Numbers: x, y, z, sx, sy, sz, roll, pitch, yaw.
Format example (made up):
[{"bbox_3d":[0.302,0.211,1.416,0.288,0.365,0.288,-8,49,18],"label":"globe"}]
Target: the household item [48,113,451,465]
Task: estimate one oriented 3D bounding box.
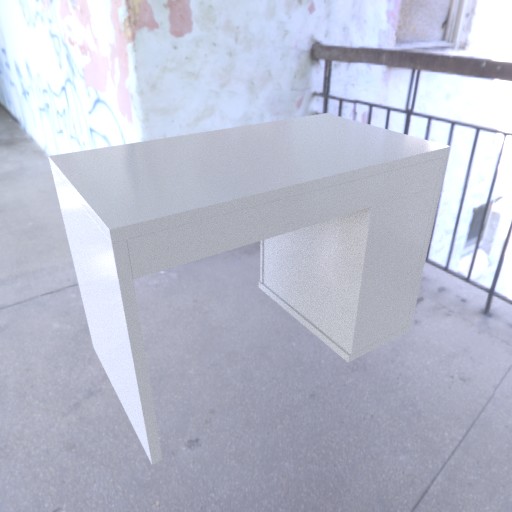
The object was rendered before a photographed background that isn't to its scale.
[{"bbox_3d":[0.000,0.000,1.560,1.100,0.749,0.597,-18,34,-28],"label":"household item"}]
